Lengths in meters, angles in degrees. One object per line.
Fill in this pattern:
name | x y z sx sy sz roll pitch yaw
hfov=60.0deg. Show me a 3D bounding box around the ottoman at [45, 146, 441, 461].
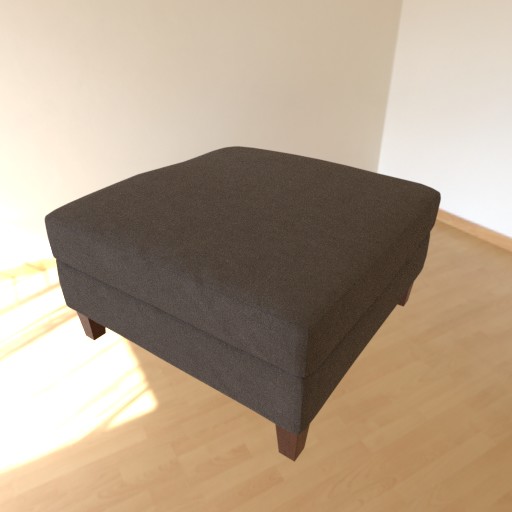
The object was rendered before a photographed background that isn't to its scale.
ottoman | 0.000 0.000 1.396 0.861 0.482 0.881 19 35 30
